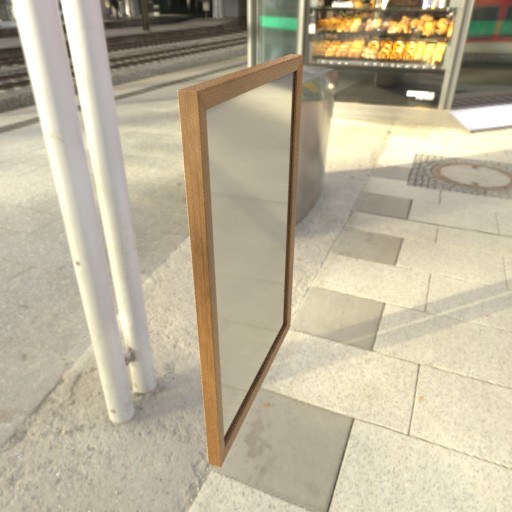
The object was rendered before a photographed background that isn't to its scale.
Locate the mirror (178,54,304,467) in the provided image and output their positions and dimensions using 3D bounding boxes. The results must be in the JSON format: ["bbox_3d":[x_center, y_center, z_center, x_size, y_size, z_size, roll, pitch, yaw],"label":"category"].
[{"bbox_3d":[0.000,0.000,1.161,0.040,0.915,0.609,11,31,18],"label":"mirror"}]
